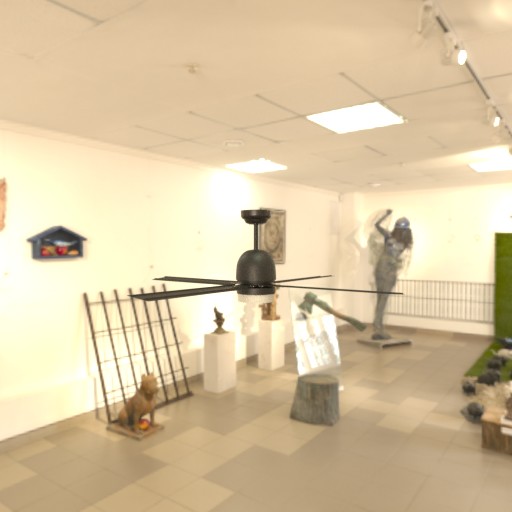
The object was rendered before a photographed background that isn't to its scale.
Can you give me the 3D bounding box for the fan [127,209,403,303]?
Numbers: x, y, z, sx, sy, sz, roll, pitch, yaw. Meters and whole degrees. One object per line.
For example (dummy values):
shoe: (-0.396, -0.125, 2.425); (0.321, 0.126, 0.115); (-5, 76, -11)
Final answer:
fan: (0.000, 0.000, 2.012); (1.319, 0.410, 1.319); (1, 2, 36)
